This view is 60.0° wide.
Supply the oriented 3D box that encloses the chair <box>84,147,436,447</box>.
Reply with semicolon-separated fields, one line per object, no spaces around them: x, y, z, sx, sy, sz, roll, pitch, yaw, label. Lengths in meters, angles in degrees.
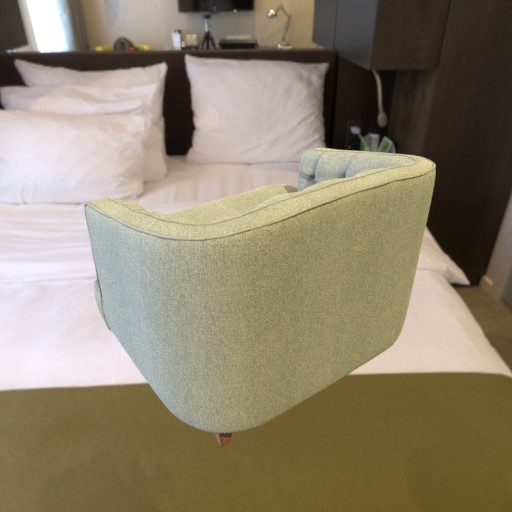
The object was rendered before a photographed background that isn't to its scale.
0.000;0.000;1.724;1.094;0.852;0.945;-20;36;-30;chair
